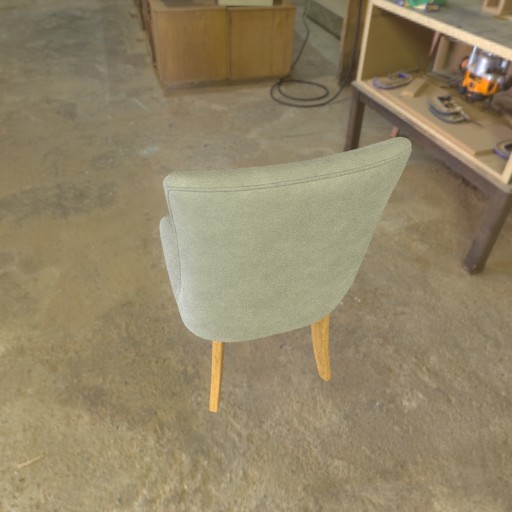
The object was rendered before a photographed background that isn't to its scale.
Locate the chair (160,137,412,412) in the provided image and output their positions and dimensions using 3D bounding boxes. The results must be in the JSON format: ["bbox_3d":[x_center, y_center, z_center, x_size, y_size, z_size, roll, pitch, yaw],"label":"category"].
[{"bbox_3d":[0.000,0.000,1.260,0.495,0.902,0.610,-11,43,-12],"label":"chair"}]
